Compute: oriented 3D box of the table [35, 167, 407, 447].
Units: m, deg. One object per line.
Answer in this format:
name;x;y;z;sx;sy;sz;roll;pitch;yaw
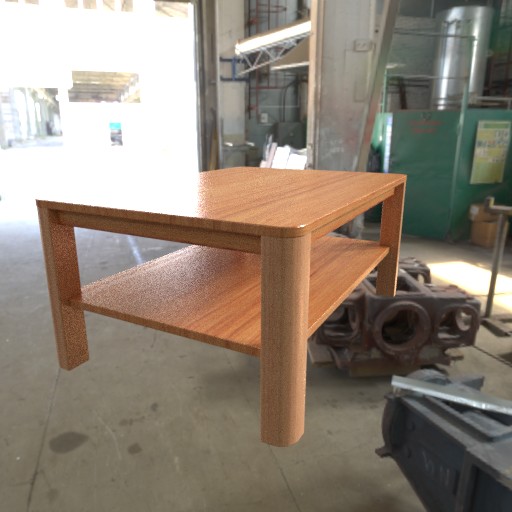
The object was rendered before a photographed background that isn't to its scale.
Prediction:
table;0.000;0.000;1.375;0.696;0.445;0.997;9;18;27
